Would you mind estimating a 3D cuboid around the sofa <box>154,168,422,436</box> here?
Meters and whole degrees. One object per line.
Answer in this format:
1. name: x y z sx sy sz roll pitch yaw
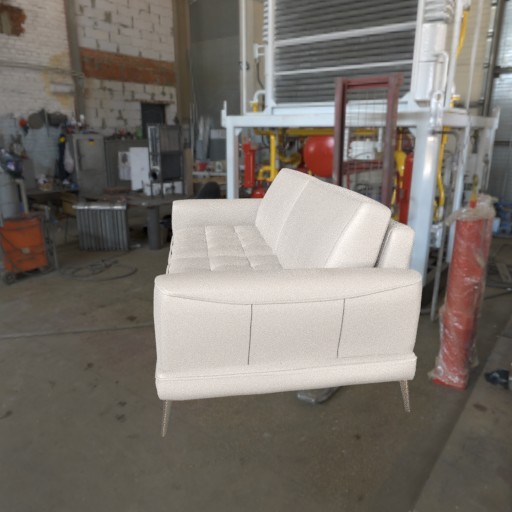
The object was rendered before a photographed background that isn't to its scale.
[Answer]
1. sofa: 0.000 0.000 2.709 1.121 0.930 2.177 -2 16 -8
